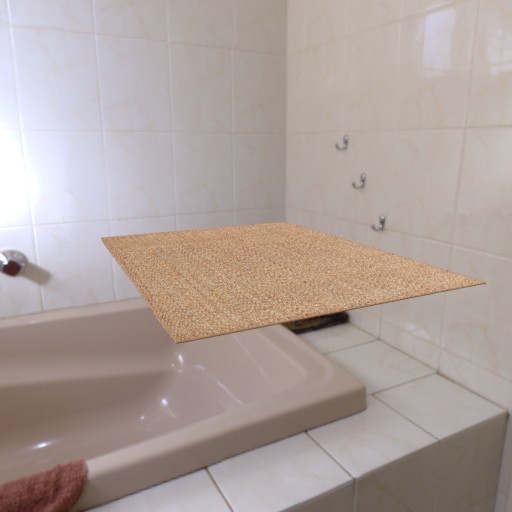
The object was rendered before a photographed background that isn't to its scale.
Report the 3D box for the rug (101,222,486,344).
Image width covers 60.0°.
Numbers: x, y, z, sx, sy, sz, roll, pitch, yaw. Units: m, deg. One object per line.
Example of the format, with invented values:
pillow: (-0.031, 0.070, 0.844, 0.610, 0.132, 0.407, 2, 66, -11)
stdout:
rug: (0.000, 0.000, 4.178, 2.439, 0.013, 3.048, -7, 16, -25)
